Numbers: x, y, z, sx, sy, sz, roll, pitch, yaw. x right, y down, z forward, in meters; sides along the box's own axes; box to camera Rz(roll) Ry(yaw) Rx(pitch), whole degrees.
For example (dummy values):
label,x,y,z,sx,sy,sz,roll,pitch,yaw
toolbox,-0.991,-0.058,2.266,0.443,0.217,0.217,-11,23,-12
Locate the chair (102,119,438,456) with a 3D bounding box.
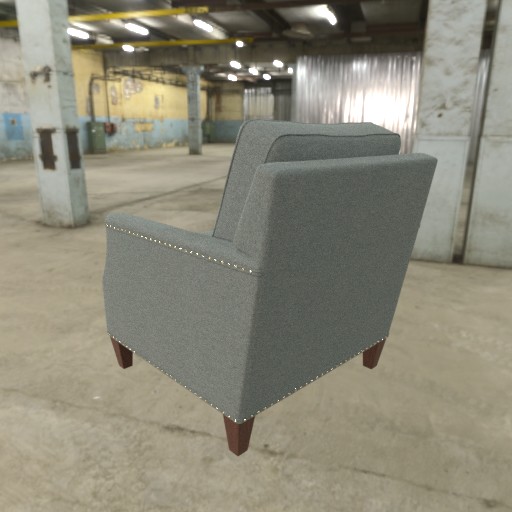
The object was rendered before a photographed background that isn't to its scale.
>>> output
label,x,y,z,sx,sy,sz,roll,pitch,yaw
chair,0.000,0.000,1.783,0.885,1.031,1.031,-15,21,-42
